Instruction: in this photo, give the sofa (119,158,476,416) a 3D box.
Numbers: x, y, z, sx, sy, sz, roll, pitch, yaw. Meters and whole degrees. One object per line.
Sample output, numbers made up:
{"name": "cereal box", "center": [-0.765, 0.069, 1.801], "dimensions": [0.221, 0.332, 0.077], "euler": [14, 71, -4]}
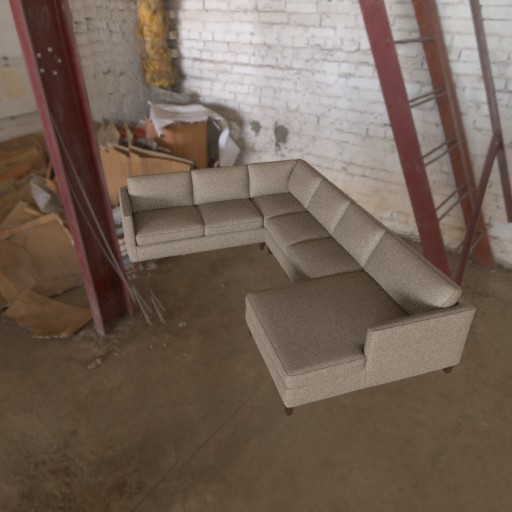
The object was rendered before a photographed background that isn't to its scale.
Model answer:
{"name": "sofa", "center": [0.000, 0.000, 4.577], "dimensions": [2.551, 0.889, 3.403], "euler": [-9, 32, -15]}
